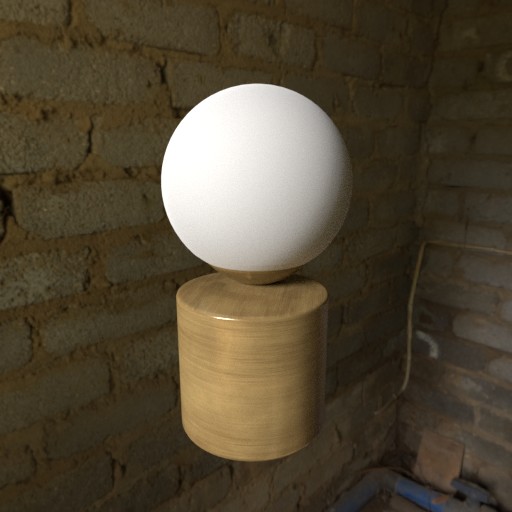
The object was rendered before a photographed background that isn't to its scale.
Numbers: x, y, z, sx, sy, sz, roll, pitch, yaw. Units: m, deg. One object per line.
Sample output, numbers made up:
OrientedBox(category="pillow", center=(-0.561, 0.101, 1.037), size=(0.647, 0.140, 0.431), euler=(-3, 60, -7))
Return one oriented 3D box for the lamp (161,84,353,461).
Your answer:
OrientedBox(category="lamp", center=(0.000, 0.000, 0.343), size=(0.141, 0.250, 0.152), euler=(2, 14, 8))
